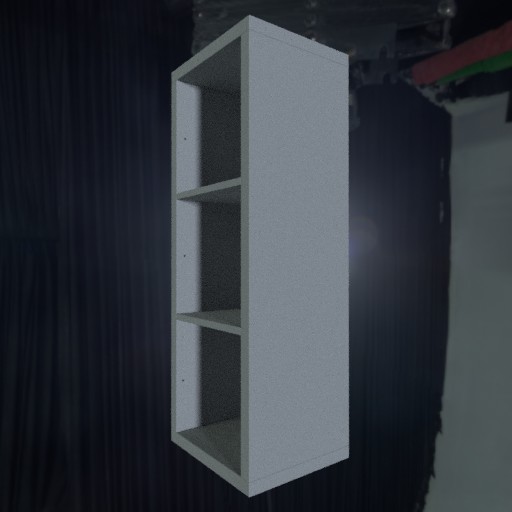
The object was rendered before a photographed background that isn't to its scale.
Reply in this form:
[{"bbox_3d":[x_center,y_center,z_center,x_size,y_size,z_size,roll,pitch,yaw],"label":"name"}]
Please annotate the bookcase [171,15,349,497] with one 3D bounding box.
[{"bbox_3d":[0.000,0.000,1.246,0.330,1.080,0.390,0,0,-37],"label":"bookcase"}]
